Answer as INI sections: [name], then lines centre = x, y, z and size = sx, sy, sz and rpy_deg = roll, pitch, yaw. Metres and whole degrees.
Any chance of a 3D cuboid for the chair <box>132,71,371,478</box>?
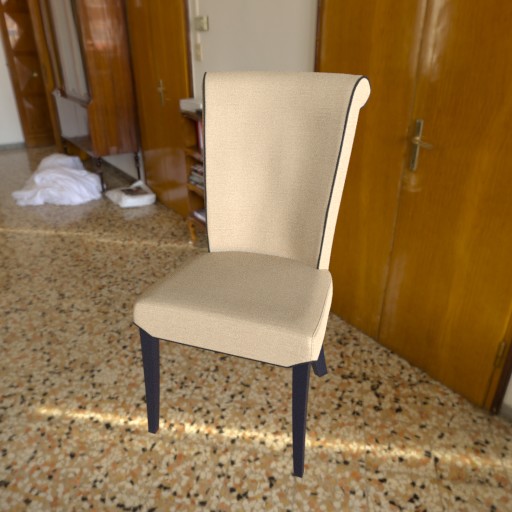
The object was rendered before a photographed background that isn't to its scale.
[chair]
centre = 0.000, 0.000, 1.334
size = 0.522, 0.997, 0.623
rpy_deg = 9, 27, 17
